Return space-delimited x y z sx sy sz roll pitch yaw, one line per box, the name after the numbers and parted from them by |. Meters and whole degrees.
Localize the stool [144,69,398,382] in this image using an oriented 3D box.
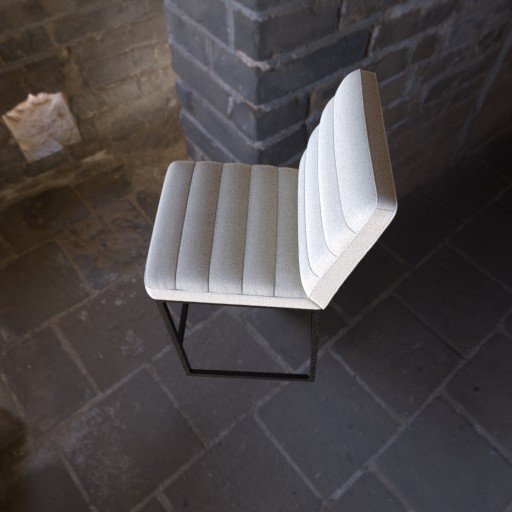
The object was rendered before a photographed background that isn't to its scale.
0.000 0.000 1.383 0.560 1.040 0.460 2 56 2 | stool
